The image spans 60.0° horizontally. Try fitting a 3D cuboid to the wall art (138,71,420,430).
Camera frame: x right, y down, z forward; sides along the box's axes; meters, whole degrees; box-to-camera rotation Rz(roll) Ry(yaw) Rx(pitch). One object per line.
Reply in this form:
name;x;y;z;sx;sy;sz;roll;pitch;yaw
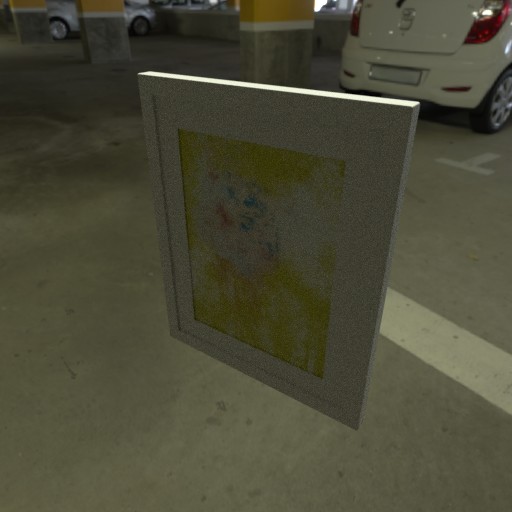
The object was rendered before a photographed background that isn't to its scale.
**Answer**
wall art;0.000;0.000;0.765;0.454;0.556;0.028;19;35;29
